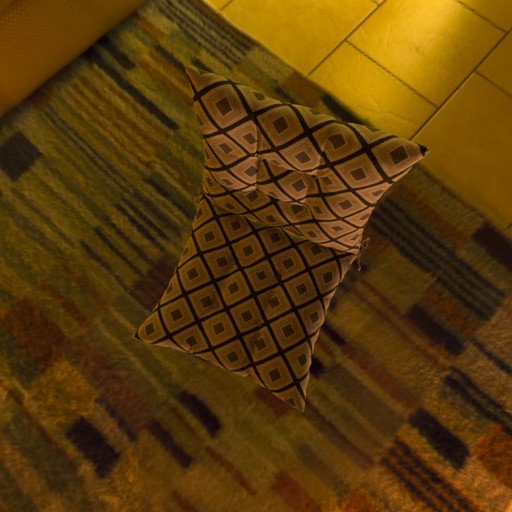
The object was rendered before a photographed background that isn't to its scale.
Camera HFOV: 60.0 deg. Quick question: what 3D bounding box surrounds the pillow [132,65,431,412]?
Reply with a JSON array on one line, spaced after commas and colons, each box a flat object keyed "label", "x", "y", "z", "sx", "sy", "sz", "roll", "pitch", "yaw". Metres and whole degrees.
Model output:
[{"label": "pillow", "x": 0.000, "y": 0.000, "z": 1.048, "sx": 0.541, "sy": 0.536, "sz": 0.585, "roll": 21, "pitch": 76, "yaw": 6}]
